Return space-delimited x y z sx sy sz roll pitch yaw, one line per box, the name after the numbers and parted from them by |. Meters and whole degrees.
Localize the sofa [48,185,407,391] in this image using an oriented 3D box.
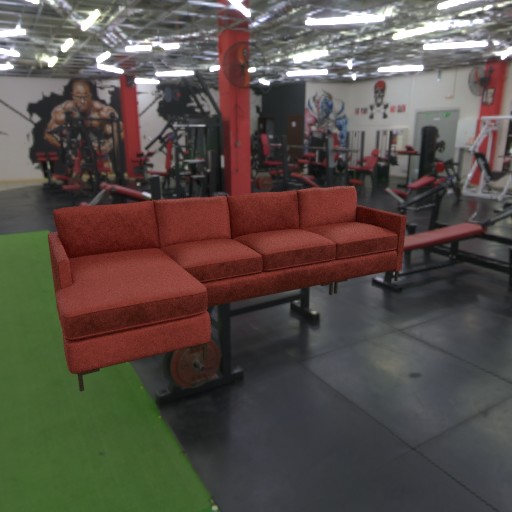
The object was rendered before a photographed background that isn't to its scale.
0.000 0.000 4.027 3.400 0.967 1.500 -8 18 -27 | sofa
